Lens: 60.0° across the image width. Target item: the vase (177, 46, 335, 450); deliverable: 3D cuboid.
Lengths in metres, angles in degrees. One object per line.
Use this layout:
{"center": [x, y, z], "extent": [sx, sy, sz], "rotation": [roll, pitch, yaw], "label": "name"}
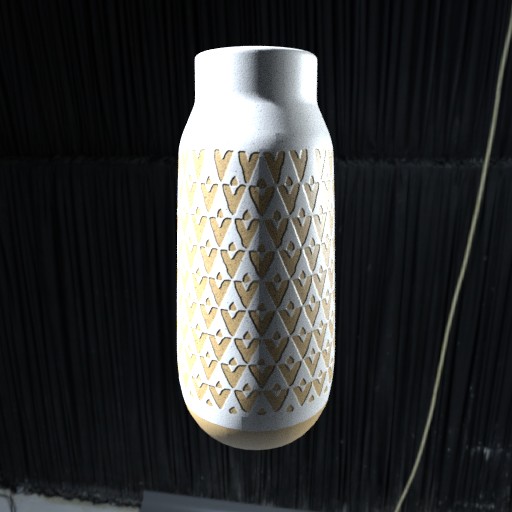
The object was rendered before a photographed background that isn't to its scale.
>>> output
{"center": [0.000, 0.000, 0.371], "extent": [0.137, 0.307, 0.137], "rotation": [0, 15, 0], "label": "vase"}
